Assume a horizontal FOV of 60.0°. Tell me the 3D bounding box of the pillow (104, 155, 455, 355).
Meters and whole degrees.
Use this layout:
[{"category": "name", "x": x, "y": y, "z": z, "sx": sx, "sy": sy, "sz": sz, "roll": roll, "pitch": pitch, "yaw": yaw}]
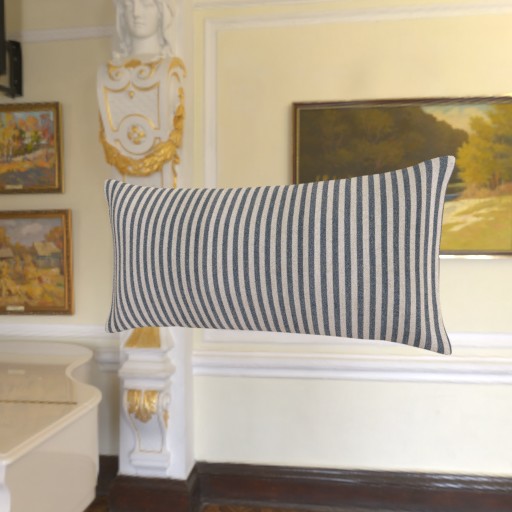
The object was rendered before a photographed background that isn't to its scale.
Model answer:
[{"category": "pillow", "x": 0.000, "y": 0.000, "z": 0.750, "sx": 0.617, "sy": 0.295, "sz": 0.151, "roll": 0, "pitch": 0, "yaw": 19}]
